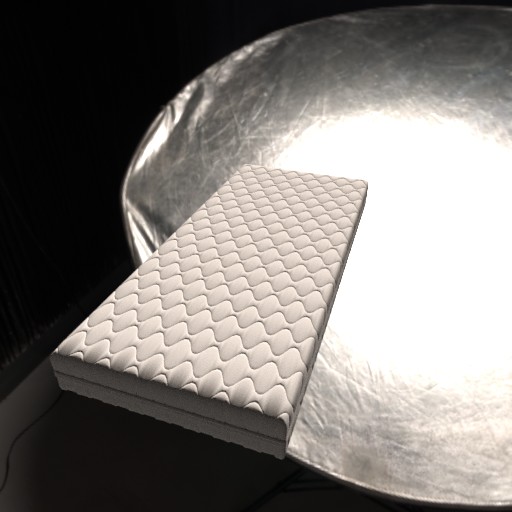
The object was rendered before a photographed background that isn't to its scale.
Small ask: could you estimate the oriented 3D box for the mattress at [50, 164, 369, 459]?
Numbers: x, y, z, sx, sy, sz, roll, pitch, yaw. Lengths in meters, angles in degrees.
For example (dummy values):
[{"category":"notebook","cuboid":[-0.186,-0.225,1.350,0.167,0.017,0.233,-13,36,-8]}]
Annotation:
[{"category":"mattress","cuboid":[0.000,0.000,2.311,0.900,0.200,2.000,11,34,16]}]
